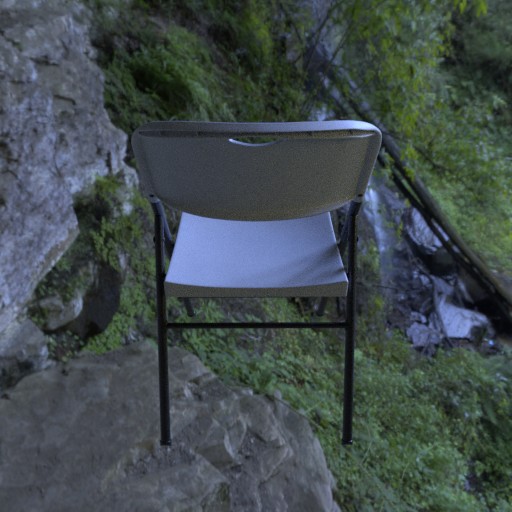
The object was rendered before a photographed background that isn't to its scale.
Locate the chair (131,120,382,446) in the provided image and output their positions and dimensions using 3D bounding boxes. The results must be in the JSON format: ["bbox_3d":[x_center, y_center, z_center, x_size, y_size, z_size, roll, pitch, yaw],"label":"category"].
[{"bbox_3d":[0.000,0.000,1.155,0.494,0.810,0.566,0,30,0],"label":"chair"}]
